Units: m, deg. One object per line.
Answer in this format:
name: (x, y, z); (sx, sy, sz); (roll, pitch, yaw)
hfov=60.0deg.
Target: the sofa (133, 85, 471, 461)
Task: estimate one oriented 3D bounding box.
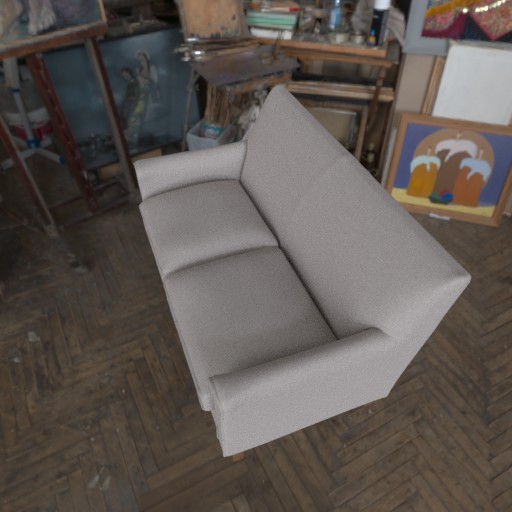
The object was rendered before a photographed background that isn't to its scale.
sofa: (0.000, 0.000, 2.066); (0.888, 0.890, 1.482); (-16, 47, -15)
